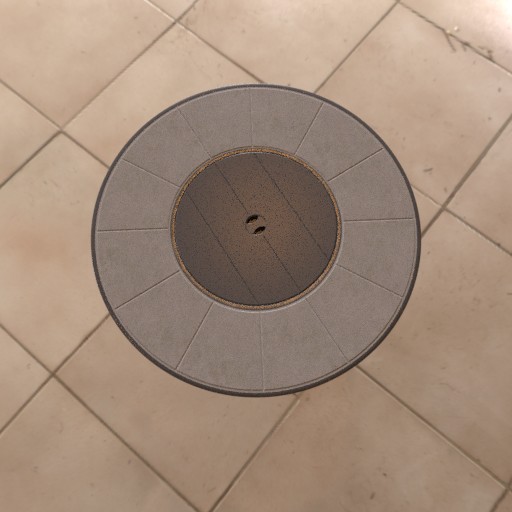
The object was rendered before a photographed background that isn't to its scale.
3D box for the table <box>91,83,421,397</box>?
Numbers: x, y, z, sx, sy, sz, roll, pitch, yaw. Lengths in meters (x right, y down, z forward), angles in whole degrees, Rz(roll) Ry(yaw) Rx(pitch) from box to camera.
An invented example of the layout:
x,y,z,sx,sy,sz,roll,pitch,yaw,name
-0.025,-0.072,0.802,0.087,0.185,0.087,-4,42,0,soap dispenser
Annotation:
x,y,z,sx,sy,sz,roll,pitch,yaw,name
0.000,0.000,1.545,0.914,0.650,0.914,0,75,0,table
